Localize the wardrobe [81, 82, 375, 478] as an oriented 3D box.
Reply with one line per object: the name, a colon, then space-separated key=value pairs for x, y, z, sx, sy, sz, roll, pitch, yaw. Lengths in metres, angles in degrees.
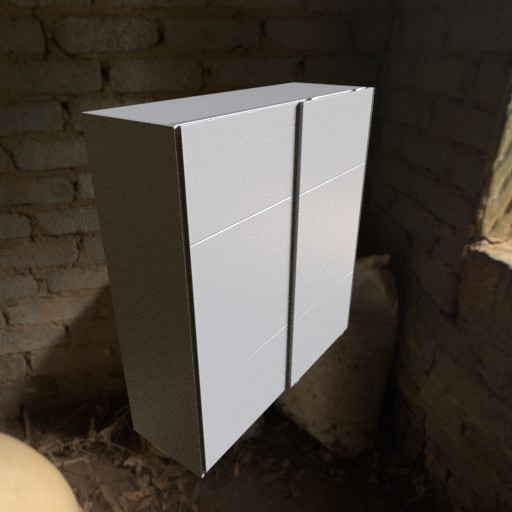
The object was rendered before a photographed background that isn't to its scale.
wardrobe: x=0.000 y=0.000 z=2.877 sx=0.629 sy=1.960 sz=1.780 roll=18 pitch=32 yaw=32
